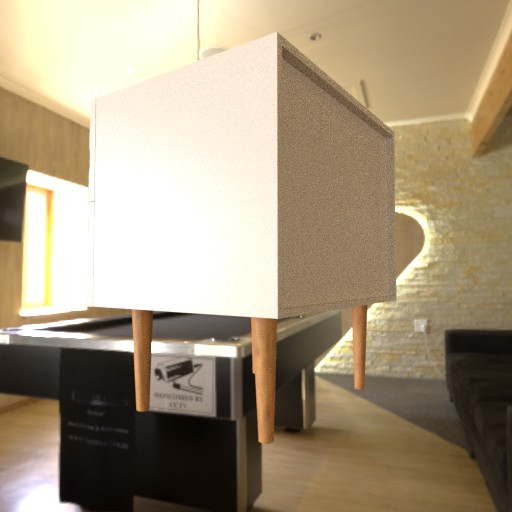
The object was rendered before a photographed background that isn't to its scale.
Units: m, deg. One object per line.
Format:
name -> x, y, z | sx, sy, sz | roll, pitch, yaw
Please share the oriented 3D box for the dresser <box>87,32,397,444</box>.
dresser -> 0.000, 0.000, 0.899 | 0.414, 0.568, 0.503 | -2, -3, 34
